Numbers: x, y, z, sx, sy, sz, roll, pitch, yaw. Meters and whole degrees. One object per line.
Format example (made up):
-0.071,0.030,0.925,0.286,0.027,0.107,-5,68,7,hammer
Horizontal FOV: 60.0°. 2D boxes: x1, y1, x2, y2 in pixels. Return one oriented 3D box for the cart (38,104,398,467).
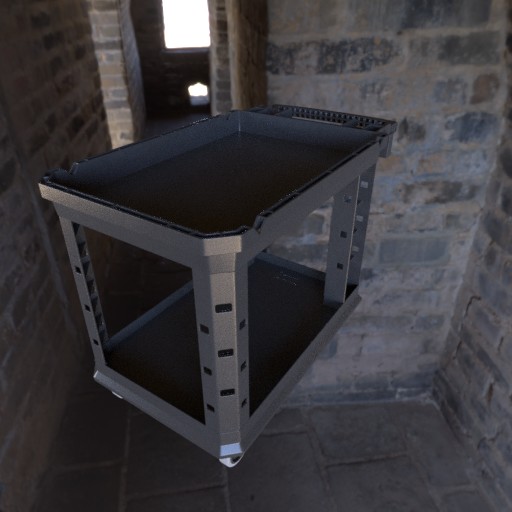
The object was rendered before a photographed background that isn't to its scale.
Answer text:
0.000,0.000,1.702,0.674,0.884,1.239,19,36,28,cart
